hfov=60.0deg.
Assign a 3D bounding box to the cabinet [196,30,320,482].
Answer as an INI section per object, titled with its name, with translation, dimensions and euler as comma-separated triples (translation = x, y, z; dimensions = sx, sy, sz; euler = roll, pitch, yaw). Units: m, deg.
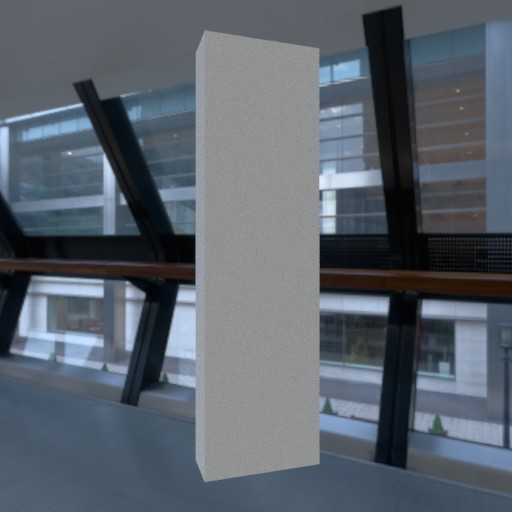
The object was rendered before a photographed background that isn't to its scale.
[cabinet]
translation = 0.000, 0.000, 1.943
dimensions = 0.500, 1.790, 0.230
euler = 0, 0, -18
